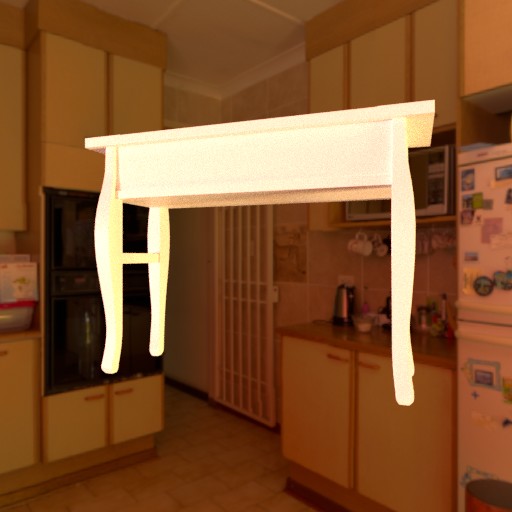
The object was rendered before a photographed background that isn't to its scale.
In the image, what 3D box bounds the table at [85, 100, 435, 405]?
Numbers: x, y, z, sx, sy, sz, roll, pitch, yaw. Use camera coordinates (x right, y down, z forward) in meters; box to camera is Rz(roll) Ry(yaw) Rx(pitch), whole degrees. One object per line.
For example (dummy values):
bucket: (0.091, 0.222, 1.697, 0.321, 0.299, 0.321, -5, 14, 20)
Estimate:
table: (0.000, 0.000, 1.437, 1.062, 0.768, 0.373, 0, 0, 20)
